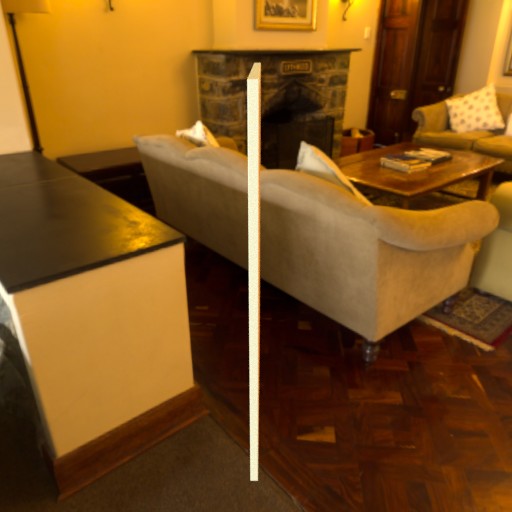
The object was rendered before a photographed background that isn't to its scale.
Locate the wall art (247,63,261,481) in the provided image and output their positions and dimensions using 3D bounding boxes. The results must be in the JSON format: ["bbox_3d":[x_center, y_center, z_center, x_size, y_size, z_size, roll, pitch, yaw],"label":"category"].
[{"bbox_3d":[0.000,0.000,0.841,0.013,0.656,0.456,0,26,1],"label":"wall art"}]
